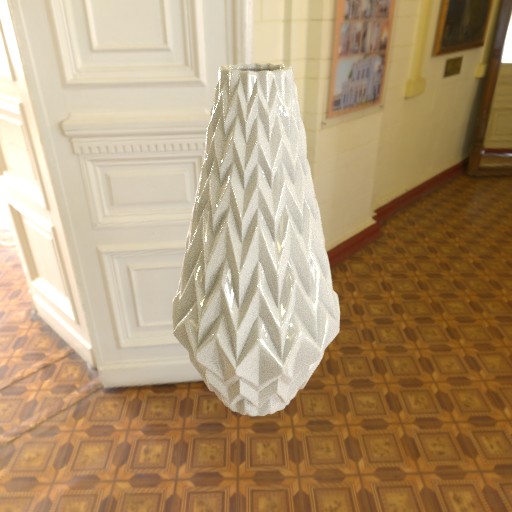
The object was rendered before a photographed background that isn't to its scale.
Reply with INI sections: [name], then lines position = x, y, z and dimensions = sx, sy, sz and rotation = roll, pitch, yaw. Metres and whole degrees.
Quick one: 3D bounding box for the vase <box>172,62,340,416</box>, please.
[vase]
position = 0.000, 0.000, 0.414
dimensions = 0.167, 0.328, 0.167
rotation = 0, 30, 0
